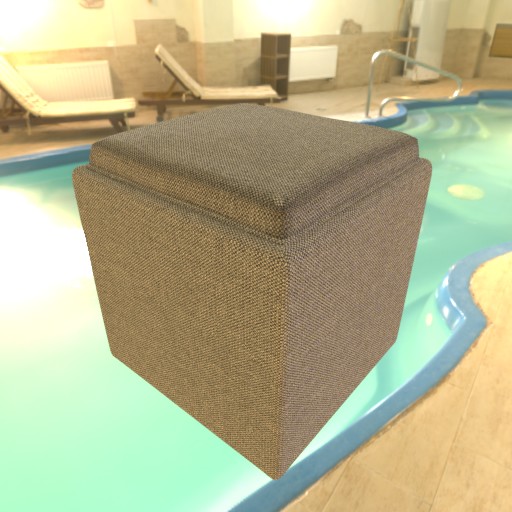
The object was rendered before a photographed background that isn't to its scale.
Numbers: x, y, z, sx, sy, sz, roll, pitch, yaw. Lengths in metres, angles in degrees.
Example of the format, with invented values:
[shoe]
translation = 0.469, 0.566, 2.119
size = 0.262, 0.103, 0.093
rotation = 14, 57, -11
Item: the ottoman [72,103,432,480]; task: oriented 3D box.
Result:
[ottoman]
translation = 0.000, 0.000, 0.842
size = 0.454, 0.487, 0.436
rotation = 23, 38, 34
